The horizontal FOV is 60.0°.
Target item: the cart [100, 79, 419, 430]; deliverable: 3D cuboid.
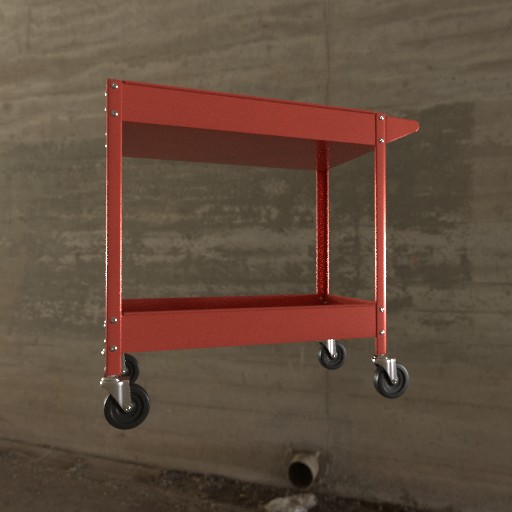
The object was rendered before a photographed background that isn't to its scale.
[{"bbox_3d":[0.000,0.000,1.183,0.779,0.719,0.366,0,-1,-19],"label":"cart"}]
